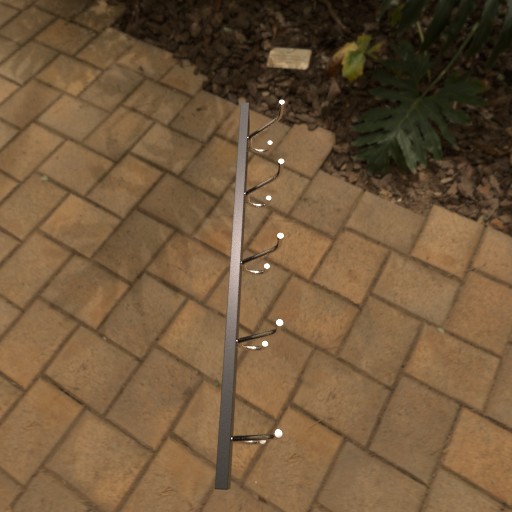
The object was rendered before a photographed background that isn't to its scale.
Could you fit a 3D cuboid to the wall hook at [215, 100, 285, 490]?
[{"bbox_3d":[0.000,0.000,0.611,0.071,0.117,0.571,2,63,1],"label":"wall hook"}]
